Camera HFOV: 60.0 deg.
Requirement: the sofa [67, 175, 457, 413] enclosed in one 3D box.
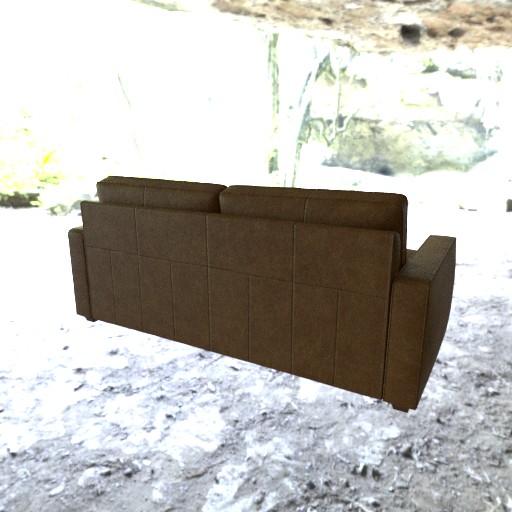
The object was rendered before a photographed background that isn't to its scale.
[{"bbox_3d":[0.000,0.000,2.652,2.156,0.928,0.991,9,18,28],"label":"sofa"}]
